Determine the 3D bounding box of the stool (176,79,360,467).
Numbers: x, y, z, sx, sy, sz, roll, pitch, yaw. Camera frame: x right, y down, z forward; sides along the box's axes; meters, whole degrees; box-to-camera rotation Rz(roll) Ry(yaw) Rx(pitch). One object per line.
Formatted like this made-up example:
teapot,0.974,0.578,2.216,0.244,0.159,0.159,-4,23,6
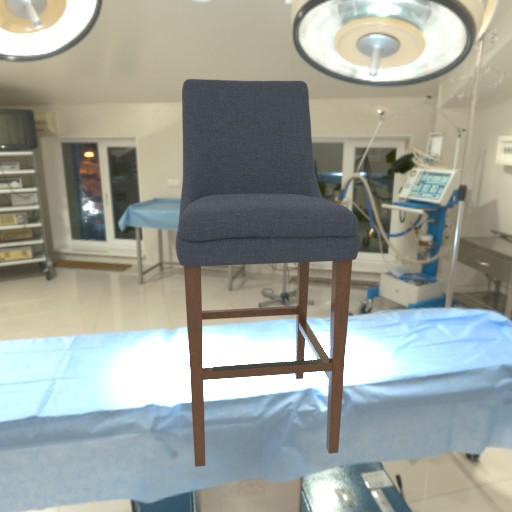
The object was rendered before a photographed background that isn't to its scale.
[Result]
stool,0.000,0.000,1.378,0.470,1.078,0.577,-2,15,-8
